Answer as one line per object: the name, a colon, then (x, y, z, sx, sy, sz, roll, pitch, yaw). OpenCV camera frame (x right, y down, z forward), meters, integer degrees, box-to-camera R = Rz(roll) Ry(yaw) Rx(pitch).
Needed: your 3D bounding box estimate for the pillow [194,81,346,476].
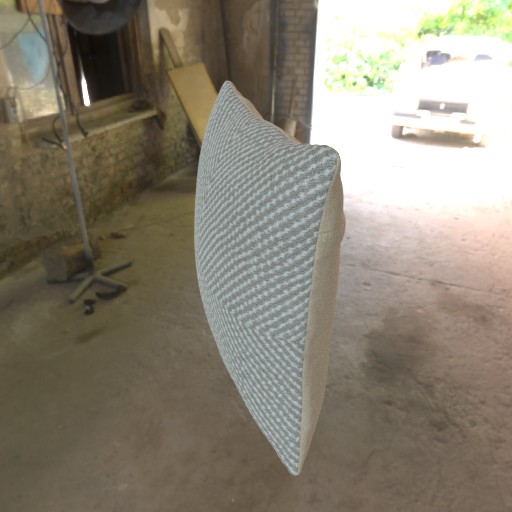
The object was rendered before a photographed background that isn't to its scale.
pillow: (0.000, 0.000, 0.693, 0.181, 0.458, 0.459, -8, 31, -14)
